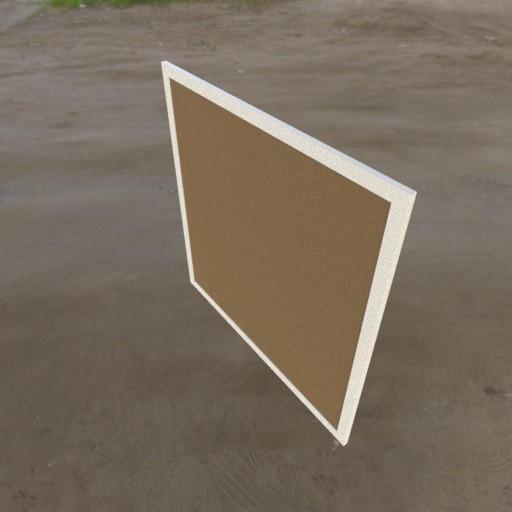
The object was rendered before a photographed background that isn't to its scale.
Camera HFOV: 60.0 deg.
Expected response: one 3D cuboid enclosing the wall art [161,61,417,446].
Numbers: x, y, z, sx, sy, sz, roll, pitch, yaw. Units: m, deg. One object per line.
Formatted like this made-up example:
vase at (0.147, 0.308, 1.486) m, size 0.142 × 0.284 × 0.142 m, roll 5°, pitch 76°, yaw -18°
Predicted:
wall art at (0.000, 0.000, 1.200) m, size 0.015 × 0.812 × 0.812 m, roll -26°, pitch 47°, yaw -27°
